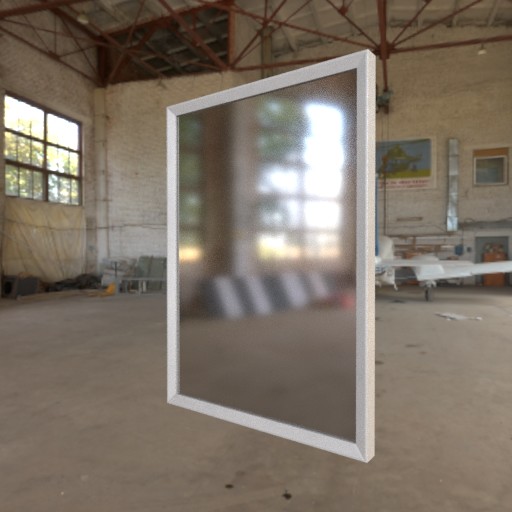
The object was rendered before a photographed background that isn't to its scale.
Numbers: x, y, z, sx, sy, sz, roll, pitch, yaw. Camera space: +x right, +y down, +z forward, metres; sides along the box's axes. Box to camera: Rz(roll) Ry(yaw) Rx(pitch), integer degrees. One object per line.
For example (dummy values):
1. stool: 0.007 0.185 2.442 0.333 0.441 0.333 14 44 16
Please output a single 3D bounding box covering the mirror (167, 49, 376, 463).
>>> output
1. mirror: 0.000 0.000 0.927 0.507 0.710 0.039 0 1 37
